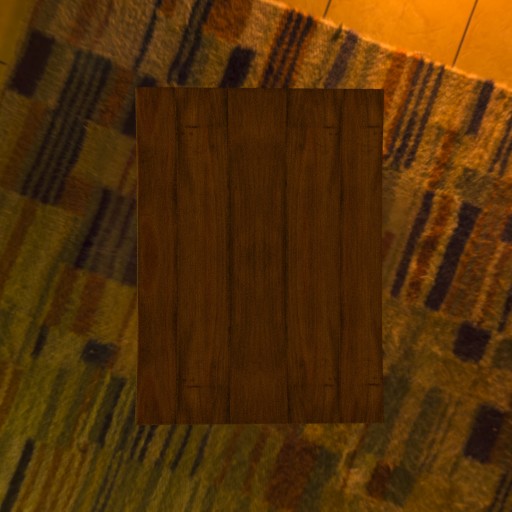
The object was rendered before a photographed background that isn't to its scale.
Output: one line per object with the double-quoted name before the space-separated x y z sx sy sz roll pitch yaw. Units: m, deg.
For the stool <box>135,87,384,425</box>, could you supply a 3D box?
"stool" 0.000 0.000 0.929 0.405 0.625 0.486 0 90 -1
